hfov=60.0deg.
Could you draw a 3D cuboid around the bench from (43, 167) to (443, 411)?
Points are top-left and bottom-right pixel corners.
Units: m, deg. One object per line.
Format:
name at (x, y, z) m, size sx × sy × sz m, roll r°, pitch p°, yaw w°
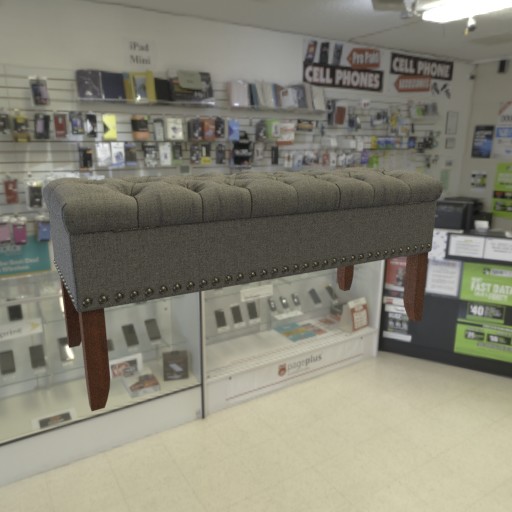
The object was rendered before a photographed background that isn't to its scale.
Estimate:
bench at (0.000, 0.000, 1.281) m, size 1.052 × 0.470 × 0.417 m, roll -8°, pitch 16°, yaw -29°
